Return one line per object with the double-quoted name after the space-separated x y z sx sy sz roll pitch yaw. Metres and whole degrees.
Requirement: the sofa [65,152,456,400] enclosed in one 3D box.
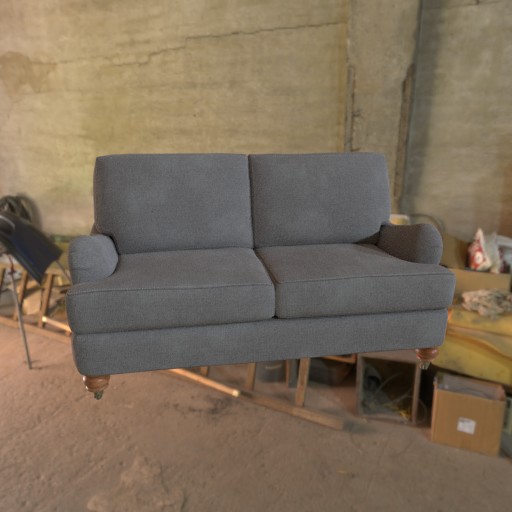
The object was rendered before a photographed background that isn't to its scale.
0.000 0.000 2.471 1.853 1.101 1.084 -3 16 -9 "sofa"
